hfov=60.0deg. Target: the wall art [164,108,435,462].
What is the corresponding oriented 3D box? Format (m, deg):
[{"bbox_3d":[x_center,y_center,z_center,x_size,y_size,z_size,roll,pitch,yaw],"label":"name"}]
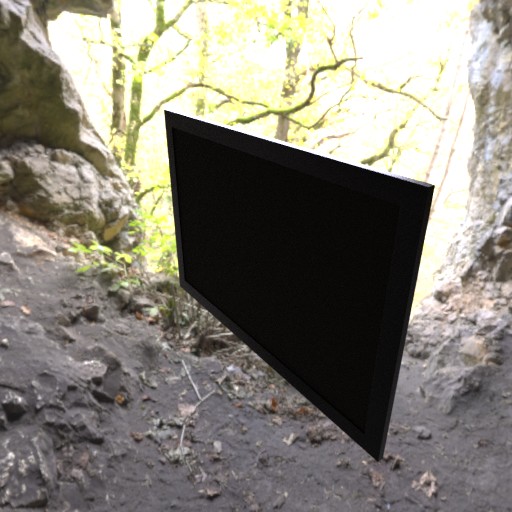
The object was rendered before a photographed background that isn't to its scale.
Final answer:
[{"bbox_3d":[0.000,0.000,0.830,0.013,0.447,0.660,-19,32,-32],"label":"wall art"}]
